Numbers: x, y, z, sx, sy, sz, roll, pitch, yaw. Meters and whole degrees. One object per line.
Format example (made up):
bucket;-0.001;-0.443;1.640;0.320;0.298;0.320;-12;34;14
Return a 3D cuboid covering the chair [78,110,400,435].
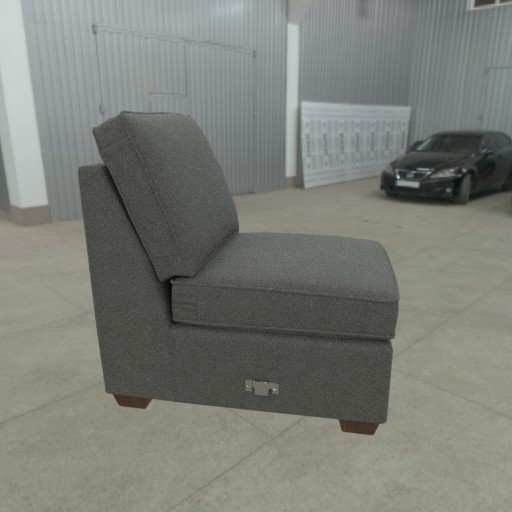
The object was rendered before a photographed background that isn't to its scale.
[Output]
chair;0.000;0.000;1.564;0.938;0.970;0.621;3;17;10
